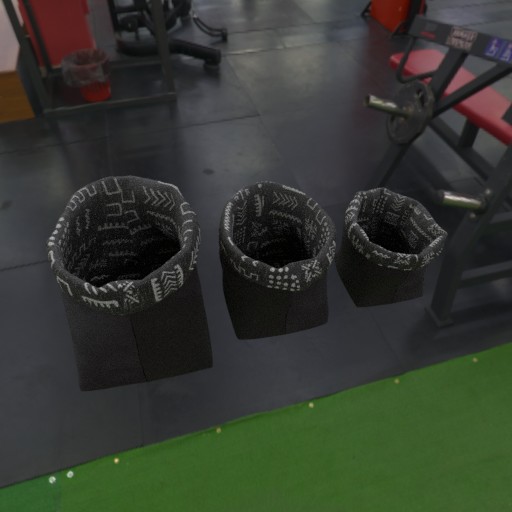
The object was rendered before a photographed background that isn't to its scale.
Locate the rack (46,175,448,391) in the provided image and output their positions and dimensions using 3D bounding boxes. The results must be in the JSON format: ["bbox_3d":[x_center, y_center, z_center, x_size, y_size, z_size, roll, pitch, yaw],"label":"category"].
[{"bbox_3d":[0.000,0.000,1.067,0.905,0.323,0.379,-10,48,-9],"label":"rack"}]
